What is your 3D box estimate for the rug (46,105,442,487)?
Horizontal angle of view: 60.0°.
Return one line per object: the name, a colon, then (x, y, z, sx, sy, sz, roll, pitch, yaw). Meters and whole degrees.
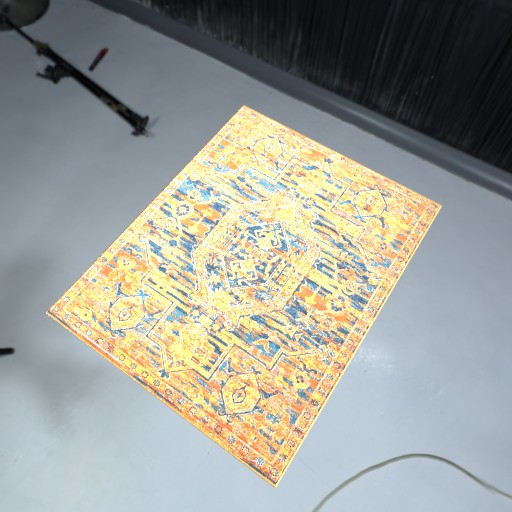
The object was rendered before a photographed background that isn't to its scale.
rug: (0.000, 0.000, 4.183, 2.435, 0.031, 3.040, 31, 67, 15)
